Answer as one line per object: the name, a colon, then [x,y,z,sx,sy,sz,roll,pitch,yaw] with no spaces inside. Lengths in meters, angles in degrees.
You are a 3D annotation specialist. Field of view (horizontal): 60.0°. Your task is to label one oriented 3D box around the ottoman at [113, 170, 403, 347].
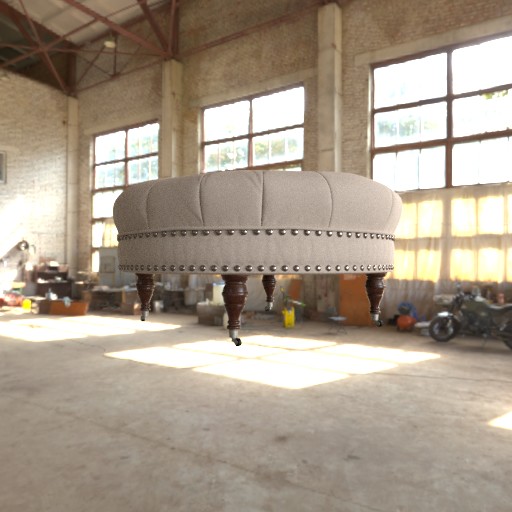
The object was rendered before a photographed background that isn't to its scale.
ottoman: [0.000,0.000,1.425,0.901,0.439,0.901,0,-1,0]
